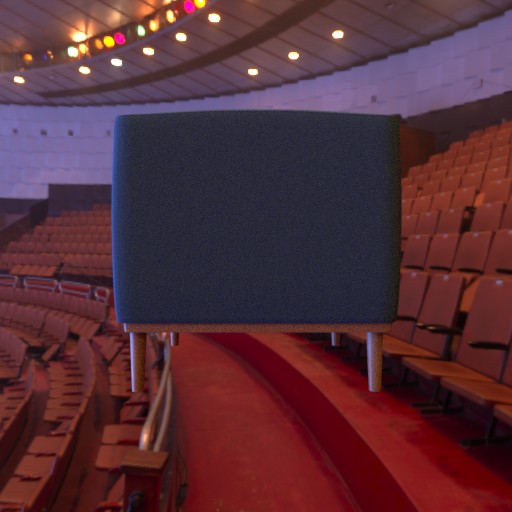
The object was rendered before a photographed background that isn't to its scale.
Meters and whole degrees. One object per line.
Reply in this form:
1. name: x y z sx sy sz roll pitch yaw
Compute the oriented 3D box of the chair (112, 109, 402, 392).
1. chair: 0.000 0.000 1.688 0.946 0.818 0.951 0 -1 0
